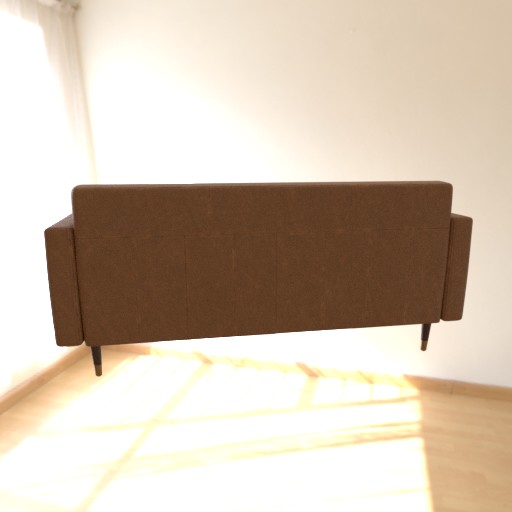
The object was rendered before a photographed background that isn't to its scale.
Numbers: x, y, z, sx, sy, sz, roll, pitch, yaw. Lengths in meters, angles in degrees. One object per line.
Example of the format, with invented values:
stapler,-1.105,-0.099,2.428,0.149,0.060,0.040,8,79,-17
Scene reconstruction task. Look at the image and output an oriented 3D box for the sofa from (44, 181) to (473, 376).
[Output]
sofa,0.000,0.000,2.356,1.847,0.821,0.993,-2,13,-9
